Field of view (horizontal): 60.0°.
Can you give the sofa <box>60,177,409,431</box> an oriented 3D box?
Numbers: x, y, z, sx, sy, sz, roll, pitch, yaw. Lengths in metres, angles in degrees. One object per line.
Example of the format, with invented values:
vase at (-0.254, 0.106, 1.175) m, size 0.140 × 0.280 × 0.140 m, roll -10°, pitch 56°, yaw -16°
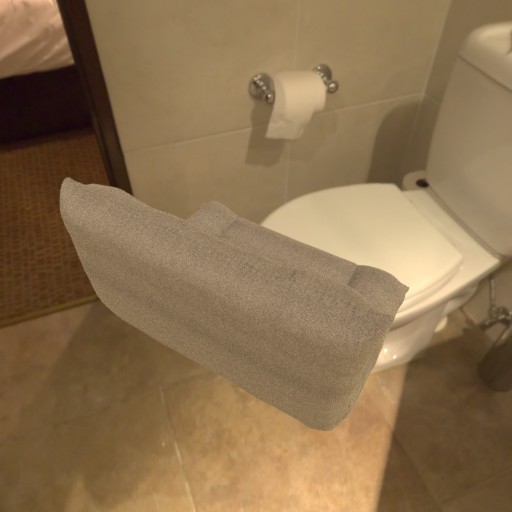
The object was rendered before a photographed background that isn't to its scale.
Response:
sofa at (0.000, 0.000, 1.711) m, size 1.144 × 0.795 × 0.847 m, roll 24°, pitch 51°, yaw 21°
